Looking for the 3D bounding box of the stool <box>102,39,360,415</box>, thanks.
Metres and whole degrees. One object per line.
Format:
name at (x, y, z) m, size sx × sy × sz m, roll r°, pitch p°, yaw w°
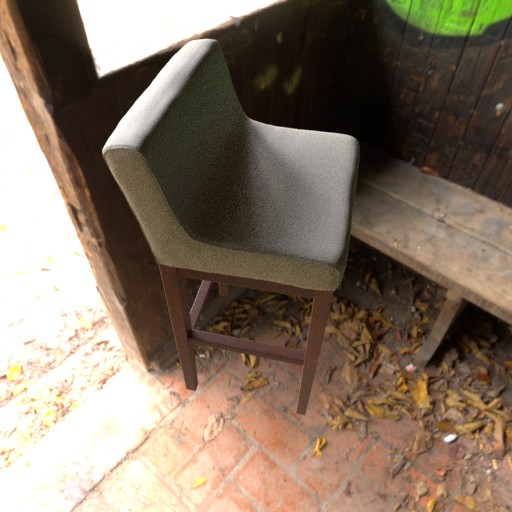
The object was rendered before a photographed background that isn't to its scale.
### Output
stool at (0.000, 0.000, 1.318) m, size 0.500 × 1.037 × 0.511 m, roll 10°, pitch 49°, yaw 9°
